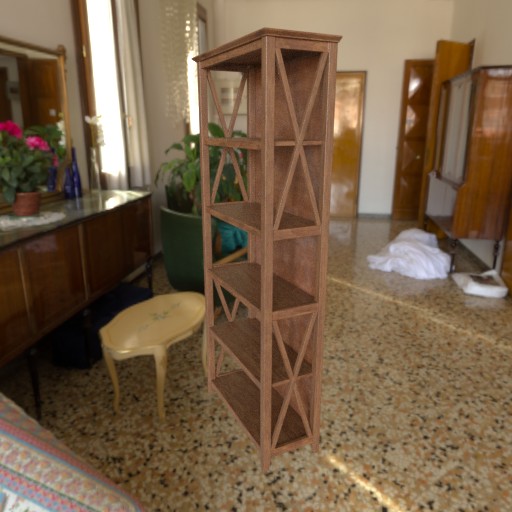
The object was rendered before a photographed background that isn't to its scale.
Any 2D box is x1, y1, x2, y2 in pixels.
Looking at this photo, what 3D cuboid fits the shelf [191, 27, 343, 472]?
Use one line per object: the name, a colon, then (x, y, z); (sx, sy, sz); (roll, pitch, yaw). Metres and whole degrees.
shelf: (0.000, 0.000, 2.220); (0.335, 1.905, 0.805); (-8, 18, -25)
